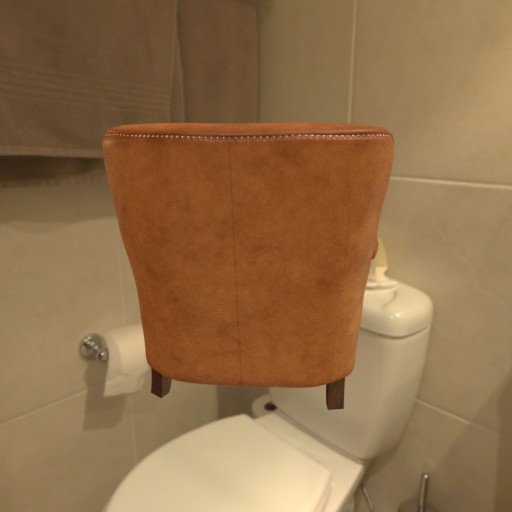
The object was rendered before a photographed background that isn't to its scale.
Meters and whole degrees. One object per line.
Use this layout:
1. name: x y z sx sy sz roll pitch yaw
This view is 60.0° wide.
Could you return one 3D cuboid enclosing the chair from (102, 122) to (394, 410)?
1. chair: 0.000 0.000 1.647 0.861 0.936 0.921 2 16 8
